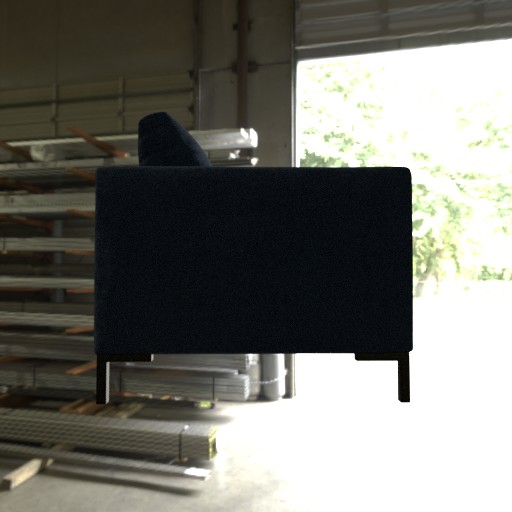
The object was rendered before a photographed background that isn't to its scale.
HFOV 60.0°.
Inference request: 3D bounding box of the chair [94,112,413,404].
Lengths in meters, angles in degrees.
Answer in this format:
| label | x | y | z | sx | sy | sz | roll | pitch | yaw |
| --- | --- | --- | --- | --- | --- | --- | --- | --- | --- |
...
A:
| label | x | y | z | sx | sy | sz | roll | pitch | yaw |
| --- | --- | --- | --- | --- | --- | --- | --- | --- | --- |
| chair | 0.000 | 0.000 | 1.628 | 0.875 | 0.812 | 0.964 | 0 | -2 | -1 |
